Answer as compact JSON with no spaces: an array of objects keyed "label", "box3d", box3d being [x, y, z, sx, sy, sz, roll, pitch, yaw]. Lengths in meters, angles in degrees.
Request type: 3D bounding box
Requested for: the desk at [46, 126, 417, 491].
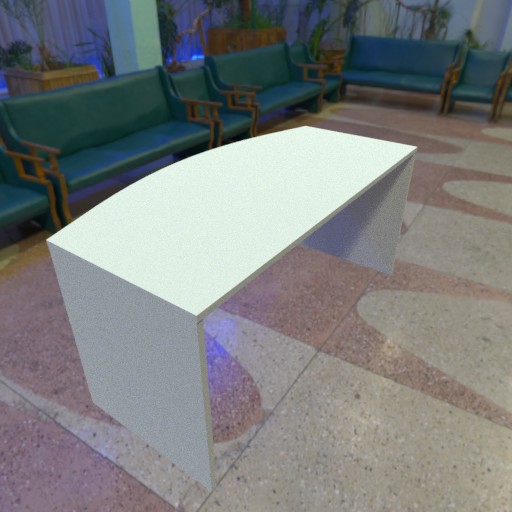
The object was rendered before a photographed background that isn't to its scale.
[{"label":"desk","box3d":[0.000,0.000,2.022,0.802,0.750,1.600,21,37,30]}]
